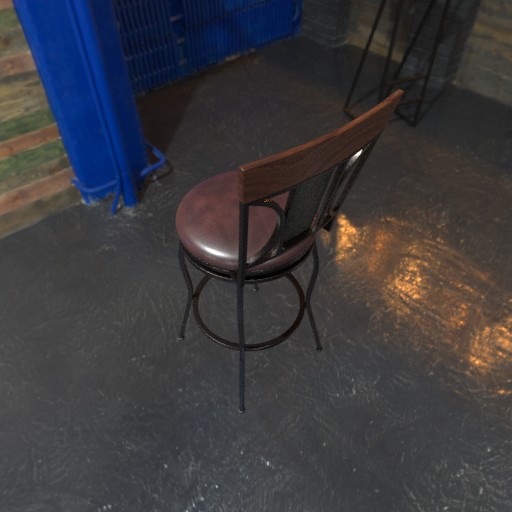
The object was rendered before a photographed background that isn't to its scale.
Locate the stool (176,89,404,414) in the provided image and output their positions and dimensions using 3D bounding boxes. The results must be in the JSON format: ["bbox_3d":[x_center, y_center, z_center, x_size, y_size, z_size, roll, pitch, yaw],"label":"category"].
[{"bbox_3d":[0.000,0.000,1.399,0.448,1.130,0.513,-31,54,-26],"label":"stool"}]
